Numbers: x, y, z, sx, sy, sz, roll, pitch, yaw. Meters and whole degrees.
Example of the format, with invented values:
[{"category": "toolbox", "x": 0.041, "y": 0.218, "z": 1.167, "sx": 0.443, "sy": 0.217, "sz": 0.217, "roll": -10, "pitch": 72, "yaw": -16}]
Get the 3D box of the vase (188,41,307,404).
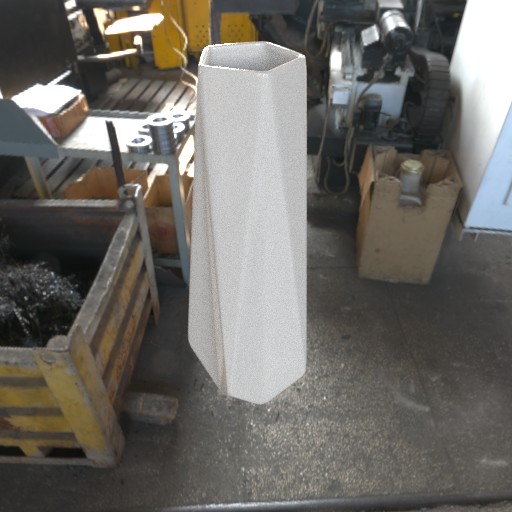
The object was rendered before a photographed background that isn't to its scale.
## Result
[{"category": "vase", "x": 0.000, "y": 0.000, "z": 0.383, "sx": 0.116, "sy": 0.329, "sz": 0.122, "roll": -25, "pitch": 46, "yaw": -27}]
